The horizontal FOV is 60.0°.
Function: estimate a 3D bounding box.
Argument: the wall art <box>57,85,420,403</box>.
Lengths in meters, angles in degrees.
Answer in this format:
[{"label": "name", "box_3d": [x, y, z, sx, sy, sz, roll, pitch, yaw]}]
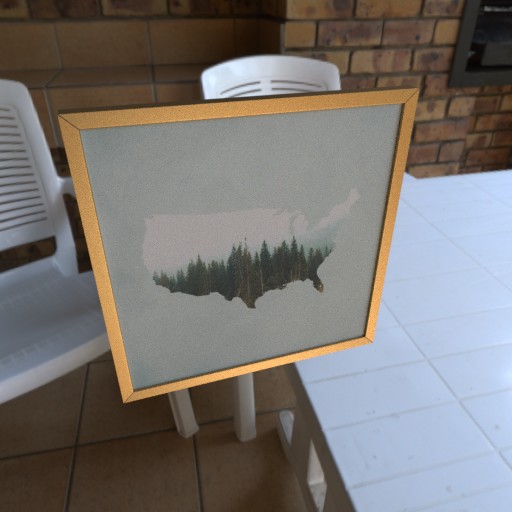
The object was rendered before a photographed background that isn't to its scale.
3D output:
[{"label": "wall art", "box_3d": [0.000, 0.000, 1.109, 0.762, 0.762, 0.038, -10, 33, -15]}]
